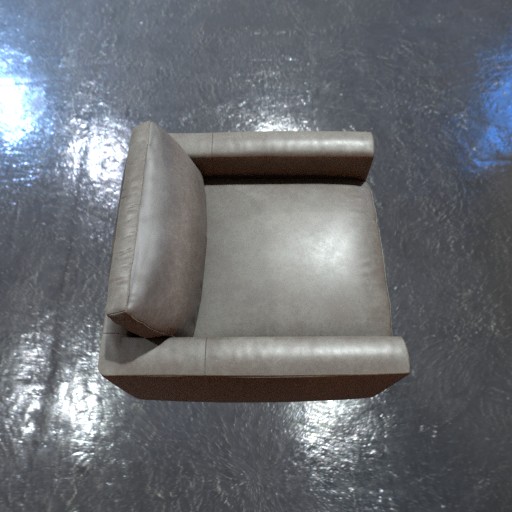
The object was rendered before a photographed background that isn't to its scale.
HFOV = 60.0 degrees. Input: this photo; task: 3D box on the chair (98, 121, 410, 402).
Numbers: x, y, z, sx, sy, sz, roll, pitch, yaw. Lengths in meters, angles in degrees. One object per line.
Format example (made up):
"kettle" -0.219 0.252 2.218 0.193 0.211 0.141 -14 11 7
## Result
"chair" 0.000 0.000 1.859 1.080 0.807 1.106 0 63 0
